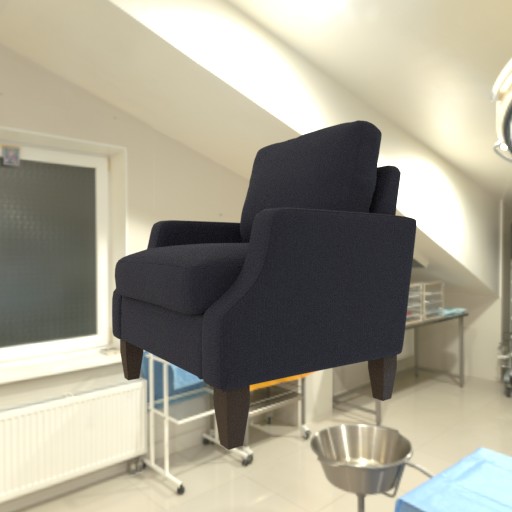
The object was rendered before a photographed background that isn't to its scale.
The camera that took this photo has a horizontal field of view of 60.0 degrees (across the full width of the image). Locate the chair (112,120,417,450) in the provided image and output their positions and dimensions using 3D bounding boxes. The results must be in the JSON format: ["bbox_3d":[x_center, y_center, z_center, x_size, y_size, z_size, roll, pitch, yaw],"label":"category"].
[{"bbox_3d":[0.000,0.000,1.682,0.897,0.991,0.855,-1,1,-36],"label":"chair"}]
